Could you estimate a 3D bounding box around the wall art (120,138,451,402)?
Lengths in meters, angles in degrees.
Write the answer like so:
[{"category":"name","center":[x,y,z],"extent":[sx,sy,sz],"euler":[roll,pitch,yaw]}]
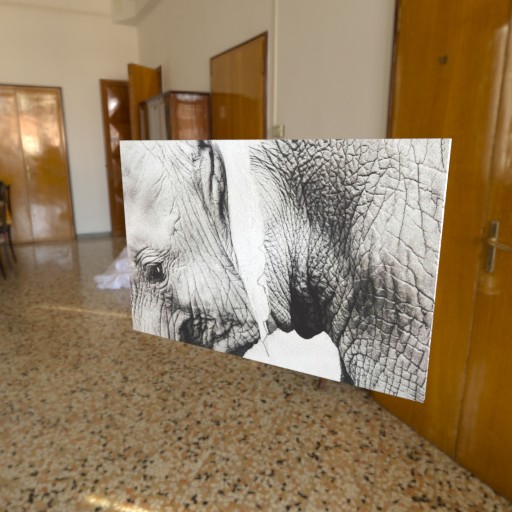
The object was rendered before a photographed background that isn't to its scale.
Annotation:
[{"category":"wall art","center":[0.000,0.000,1.198],"extent":[0.914,0.607,0.023],"euler":[7,16,27]}]
